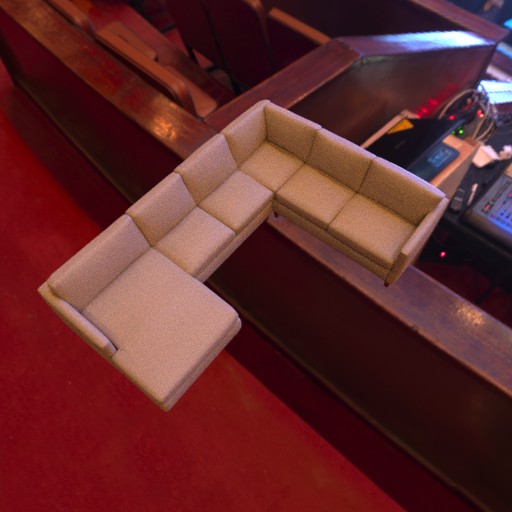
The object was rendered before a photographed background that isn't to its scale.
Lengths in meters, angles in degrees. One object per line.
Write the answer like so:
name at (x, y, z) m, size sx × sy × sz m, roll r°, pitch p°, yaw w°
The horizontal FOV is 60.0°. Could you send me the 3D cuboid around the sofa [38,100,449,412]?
sofa at (0.000, 0.000, 4.655) m, size 2.594 × 0.961 × 3.460 m, roll 34°, pitch 64°, yaw 19°
